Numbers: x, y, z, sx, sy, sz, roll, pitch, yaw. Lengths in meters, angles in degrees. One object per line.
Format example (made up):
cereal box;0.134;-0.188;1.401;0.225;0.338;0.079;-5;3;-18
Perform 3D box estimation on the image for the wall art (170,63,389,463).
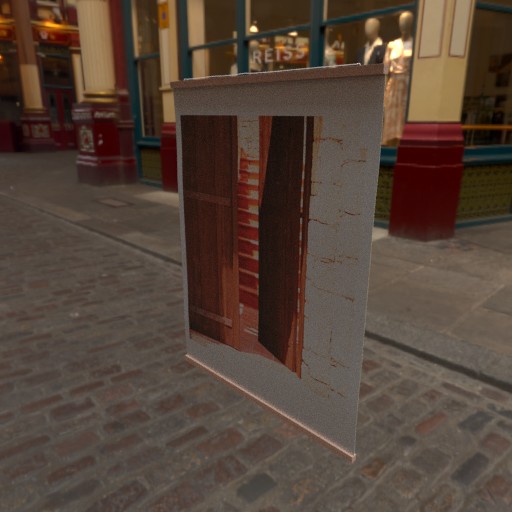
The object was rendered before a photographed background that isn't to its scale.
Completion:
wall art;0.000;0.000;1.317;0.020;1.013;0.758;-17;24;-42
